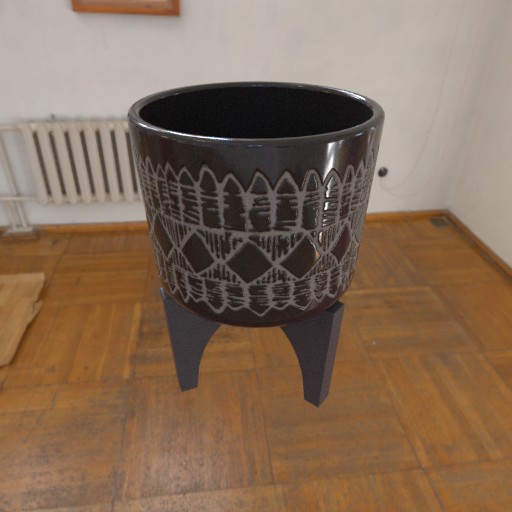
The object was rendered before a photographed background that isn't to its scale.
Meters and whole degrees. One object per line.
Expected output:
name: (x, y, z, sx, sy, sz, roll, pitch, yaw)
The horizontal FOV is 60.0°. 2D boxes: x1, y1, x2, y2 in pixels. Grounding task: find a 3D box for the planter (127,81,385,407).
planter: (0.000, 0.000, 0.533, 0.251, 0.355, 0.251, 22, 38, 32)
